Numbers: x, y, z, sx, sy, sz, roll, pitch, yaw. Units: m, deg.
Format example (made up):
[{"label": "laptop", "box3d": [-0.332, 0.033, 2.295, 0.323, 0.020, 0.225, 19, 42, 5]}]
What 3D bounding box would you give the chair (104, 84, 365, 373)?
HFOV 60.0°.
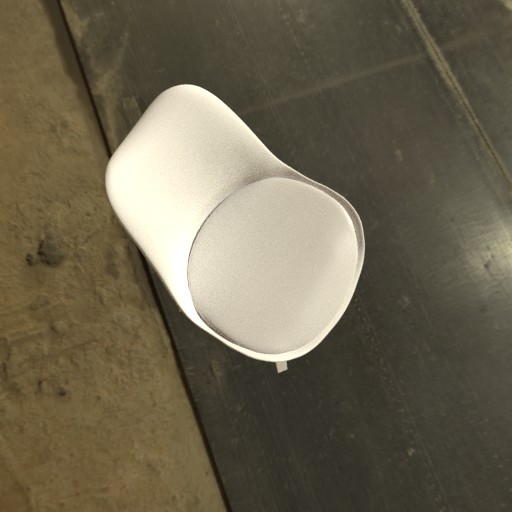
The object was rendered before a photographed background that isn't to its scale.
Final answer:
[{"label": "chair", "box3d": [0.000, 0.000, 1.196, 0.550, 0.850, 0.485, 30, 78, 7]}]
